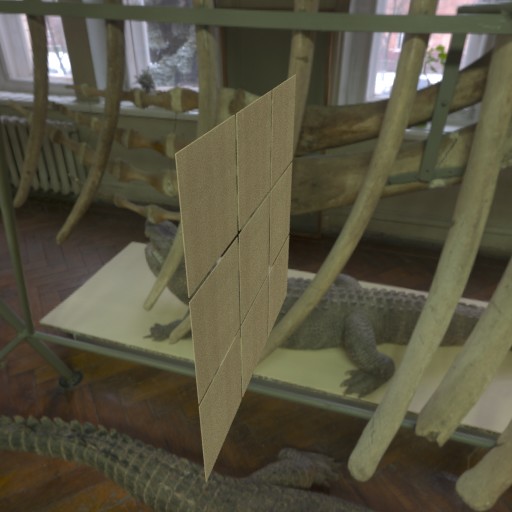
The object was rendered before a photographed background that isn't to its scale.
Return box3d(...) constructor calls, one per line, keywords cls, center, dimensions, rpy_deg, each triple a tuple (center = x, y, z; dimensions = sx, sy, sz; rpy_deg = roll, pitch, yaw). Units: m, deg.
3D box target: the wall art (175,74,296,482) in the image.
box3d(cls="wall art", center=(0.000, 0.000, 2.234), dimensions=(0.002, 1.505, 1.517), rpy_deg=(9, 32, 15))
